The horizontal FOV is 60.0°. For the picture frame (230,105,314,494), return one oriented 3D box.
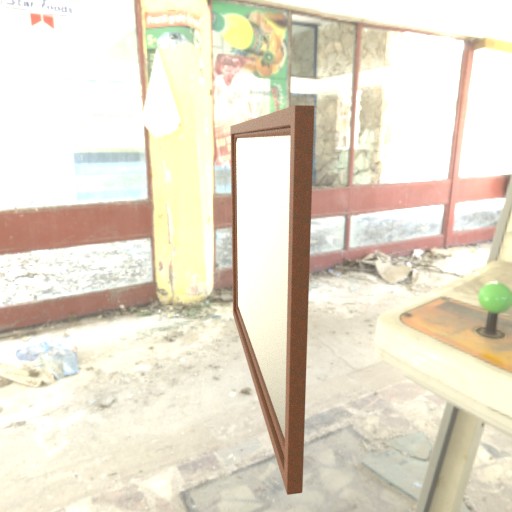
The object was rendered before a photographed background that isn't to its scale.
[{"bbox_3d":[0.000,0.000,1.730,0.045,1.018,1.329,-2,15,-9],"label":"picture frame"}]
